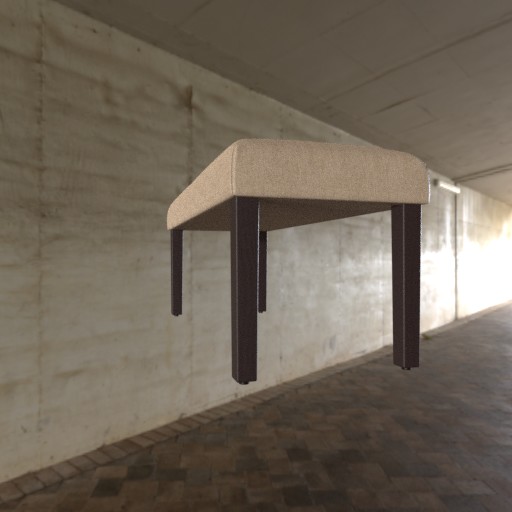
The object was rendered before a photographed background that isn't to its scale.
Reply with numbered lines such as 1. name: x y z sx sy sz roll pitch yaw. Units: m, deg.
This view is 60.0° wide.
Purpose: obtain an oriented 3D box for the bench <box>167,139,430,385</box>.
1. bench: 0.000 0.000 1.291 0.407 0.456 1.013 0 0 -17
